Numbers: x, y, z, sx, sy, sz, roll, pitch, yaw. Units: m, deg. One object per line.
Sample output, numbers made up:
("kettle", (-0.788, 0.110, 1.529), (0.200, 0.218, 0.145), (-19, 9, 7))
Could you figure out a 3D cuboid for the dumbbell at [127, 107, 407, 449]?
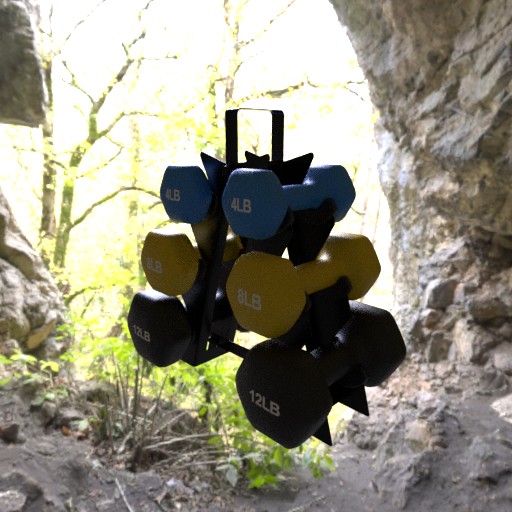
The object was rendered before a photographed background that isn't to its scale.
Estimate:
("dumbbell", (0.000, 0.000, 0.676), (0.255, 0.426, 0.409), (-14, 21, -43))
